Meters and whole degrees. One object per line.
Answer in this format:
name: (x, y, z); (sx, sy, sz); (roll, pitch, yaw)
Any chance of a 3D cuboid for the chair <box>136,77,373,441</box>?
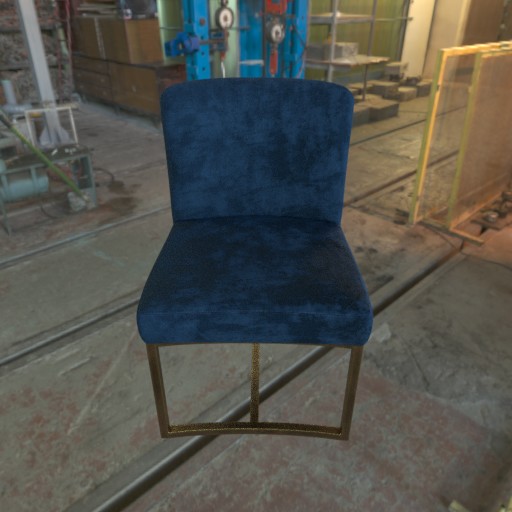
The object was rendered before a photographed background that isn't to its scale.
chair: (0.000, 0.000, 1.185); (0.530, 0.824, 0.560); (0, 30, 1)
